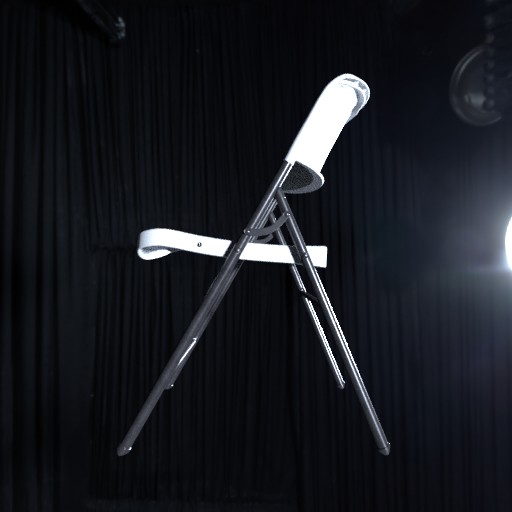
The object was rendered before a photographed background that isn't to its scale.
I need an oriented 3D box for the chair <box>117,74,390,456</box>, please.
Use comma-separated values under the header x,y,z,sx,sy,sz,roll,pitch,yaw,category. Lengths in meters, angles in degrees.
x,y,z,sx,sy,sz,roll,pitch,yaw,category
0.000,0.000,1.141,0.566,0.810,0.494,0,-1,0,chair
